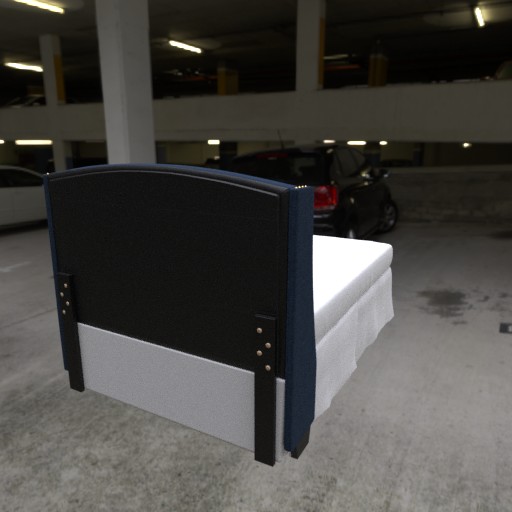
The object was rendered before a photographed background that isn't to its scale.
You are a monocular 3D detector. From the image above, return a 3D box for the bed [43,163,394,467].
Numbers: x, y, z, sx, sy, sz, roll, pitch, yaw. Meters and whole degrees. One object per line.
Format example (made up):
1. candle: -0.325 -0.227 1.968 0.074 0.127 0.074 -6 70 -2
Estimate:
1. bed: 0.000 0.000 3.209 1.604 1.402 2.223 8 17 28
